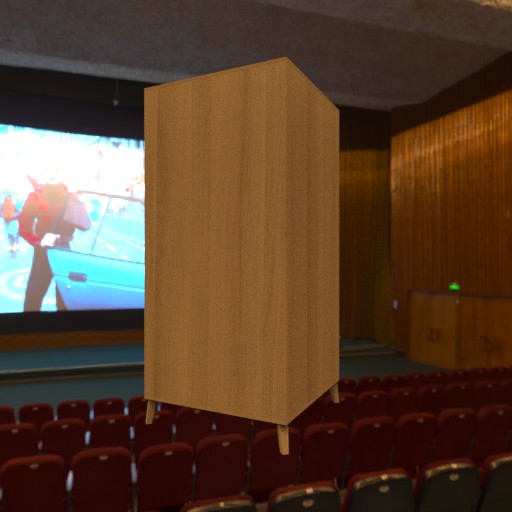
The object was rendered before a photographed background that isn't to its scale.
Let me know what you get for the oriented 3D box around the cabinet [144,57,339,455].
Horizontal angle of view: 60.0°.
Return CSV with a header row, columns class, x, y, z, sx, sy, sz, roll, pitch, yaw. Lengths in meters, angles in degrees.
class,x,y,z,sx,sy,sz,roll,pitch,yaw
cabinet,0.000,0.000,2.639,1.272,1.957,0.969,0,0,-18
